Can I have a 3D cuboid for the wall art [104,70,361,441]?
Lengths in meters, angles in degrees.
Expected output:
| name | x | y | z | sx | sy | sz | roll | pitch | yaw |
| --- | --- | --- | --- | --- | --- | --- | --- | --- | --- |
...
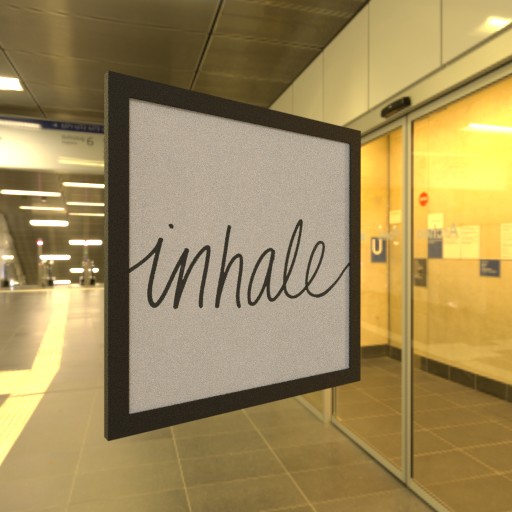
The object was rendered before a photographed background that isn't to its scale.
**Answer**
| name | x | y | z | sx | sy | sz | roll | pitch | yaw |
| --- | --- | --- | --- | --- | --- | --- | --- | --- | --- |
| wall art | 0.000 | 0.000 | 0.532 | 0.356 | 0.356 | 0.013 | 0 | 0 | -35 |
